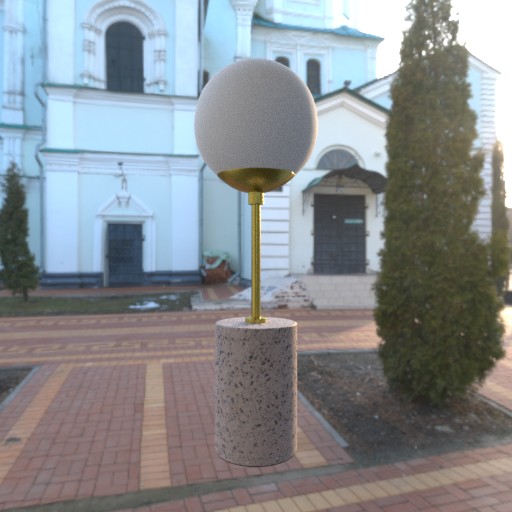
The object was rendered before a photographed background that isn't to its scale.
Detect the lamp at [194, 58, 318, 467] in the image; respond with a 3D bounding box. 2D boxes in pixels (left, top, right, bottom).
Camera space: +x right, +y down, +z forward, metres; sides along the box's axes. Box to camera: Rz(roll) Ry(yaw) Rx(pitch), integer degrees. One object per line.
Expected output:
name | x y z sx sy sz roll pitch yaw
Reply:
lamp | 0.000 0.000 0.554 0.153 0.480 0.153 0 0 0
